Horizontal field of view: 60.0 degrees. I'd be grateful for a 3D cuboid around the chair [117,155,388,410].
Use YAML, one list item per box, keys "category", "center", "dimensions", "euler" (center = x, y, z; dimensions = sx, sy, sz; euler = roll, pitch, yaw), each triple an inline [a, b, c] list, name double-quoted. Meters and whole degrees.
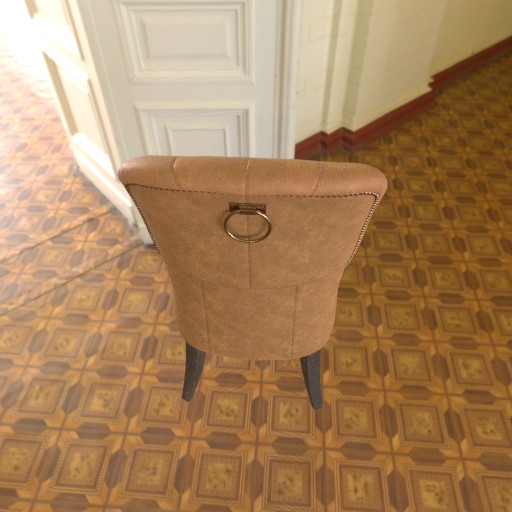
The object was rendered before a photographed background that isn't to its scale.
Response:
- category: "chair"
  center: [0.000, 0.000, 1.474]
  dimensions: [0.634, 1.091, 0.629]
  euler: [3, 47, 3]
